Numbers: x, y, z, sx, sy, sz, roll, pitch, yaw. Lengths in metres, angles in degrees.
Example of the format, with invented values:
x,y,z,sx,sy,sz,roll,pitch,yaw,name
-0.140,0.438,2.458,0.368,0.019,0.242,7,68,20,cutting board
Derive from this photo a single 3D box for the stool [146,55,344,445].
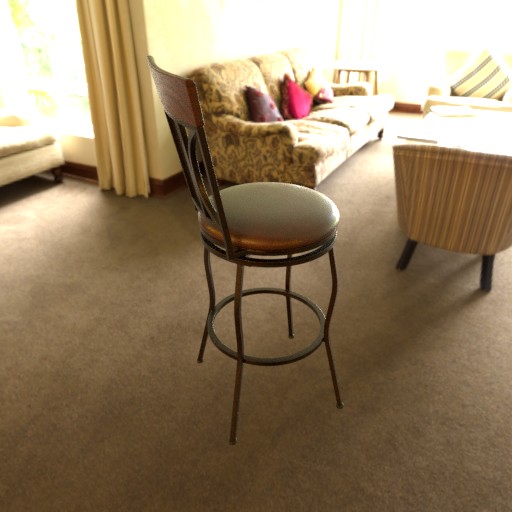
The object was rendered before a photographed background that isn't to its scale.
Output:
x,y,z,sx,sy,sz,roll,pitch,yaw,name
0.000,0.000,1.394,0.513,1.130,0.448,-11,32,-18,stool
